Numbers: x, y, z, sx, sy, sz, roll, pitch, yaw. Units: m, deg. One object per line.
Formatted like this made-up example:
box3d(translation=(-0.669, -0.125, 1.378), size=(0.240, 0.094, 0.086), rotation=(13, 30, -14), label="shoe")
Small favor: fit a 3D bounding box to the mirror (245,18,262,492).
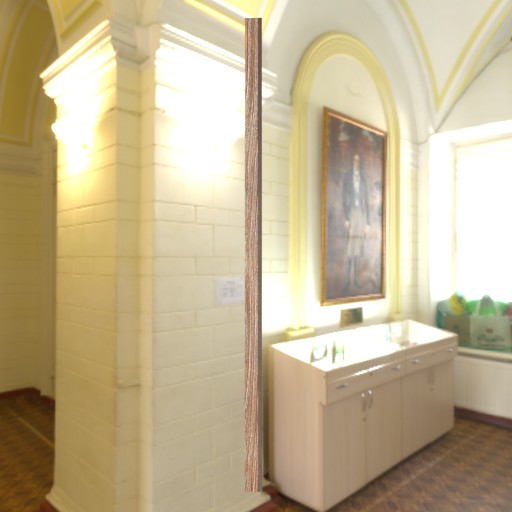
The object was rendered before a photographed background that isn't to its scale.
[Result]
box3d(translation=(0.000, 0.000, 1.189), size=(0.032, 0.882, 0.730), rotation=(0, -1, 1), label="mirror")
